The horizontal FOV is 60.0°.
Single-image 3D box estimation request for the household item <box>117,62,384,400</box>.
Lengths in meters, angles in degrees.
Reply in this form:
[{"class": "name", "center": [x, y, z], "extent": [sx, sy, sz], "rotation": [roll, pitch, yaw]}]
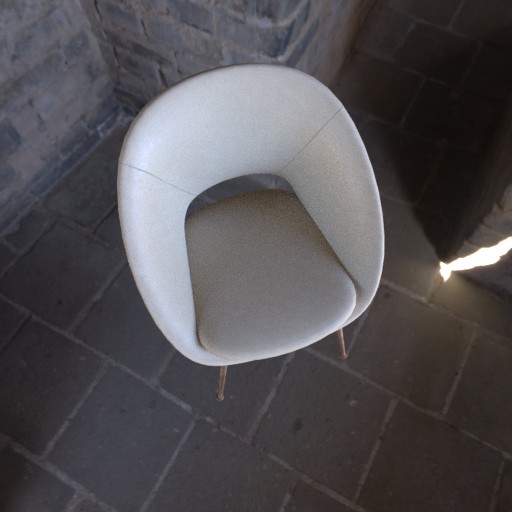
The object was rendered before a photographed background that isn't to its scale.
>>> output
[{"class": "household item", "center": [0.000, 0.000, 1.244], "extent": [0.623, 0.852, 0.573], "rotation": [-17, 66, -8]}]
